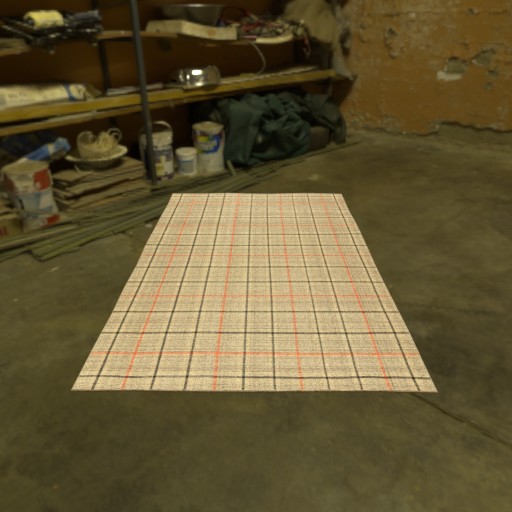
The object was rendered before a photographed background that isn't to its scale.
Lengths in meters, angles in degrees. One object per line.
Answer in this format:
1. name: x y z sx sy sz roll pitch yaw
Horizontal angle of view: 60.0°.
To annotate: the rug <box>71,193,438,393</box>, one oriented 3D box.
1. rug: 0.000 0.000 2.921 1.524 0.015 2.439 0 27 0
